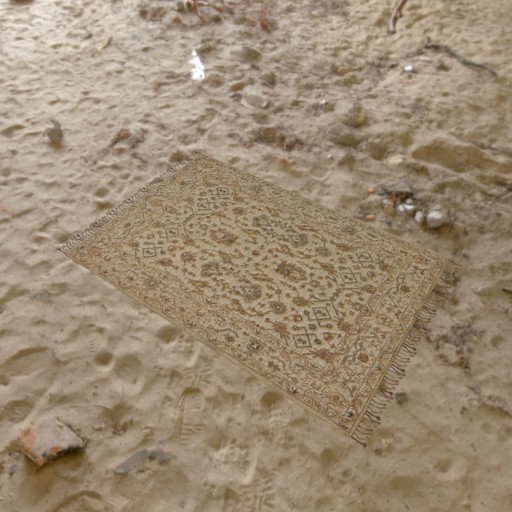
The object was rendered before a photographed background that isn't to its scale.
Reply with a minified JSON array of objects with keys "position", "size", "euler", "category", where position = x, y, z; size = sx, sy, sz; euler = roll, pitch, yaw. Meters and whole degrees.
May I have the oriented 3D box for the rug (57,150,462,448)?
[{"position":[0.000,0.000,3.124],"size":[2.434,0.027,1.529],"euler":[27,53,23],"category":"rug"}]
